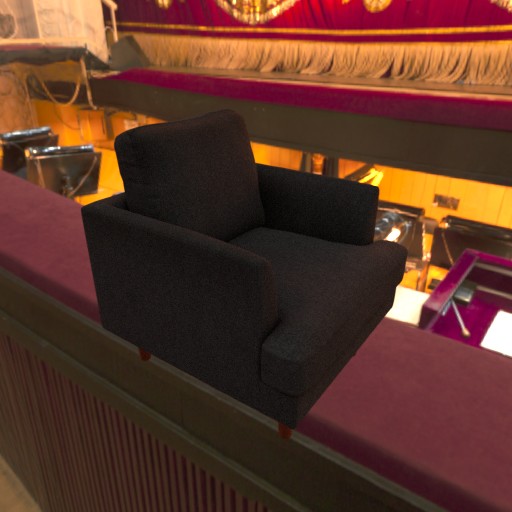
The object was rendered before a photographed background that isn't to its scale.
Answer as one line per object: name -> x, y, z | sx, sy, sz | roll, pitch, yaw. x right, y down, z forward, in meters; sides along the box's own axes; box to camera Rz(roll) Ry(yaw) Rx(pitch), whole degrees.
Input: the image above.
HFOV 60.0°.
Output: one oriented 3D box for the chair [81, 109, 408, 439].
chair -> 0.000, 0.000, 1.657 | 0.899, 0.957, 0.858 | 18, 31, 31
